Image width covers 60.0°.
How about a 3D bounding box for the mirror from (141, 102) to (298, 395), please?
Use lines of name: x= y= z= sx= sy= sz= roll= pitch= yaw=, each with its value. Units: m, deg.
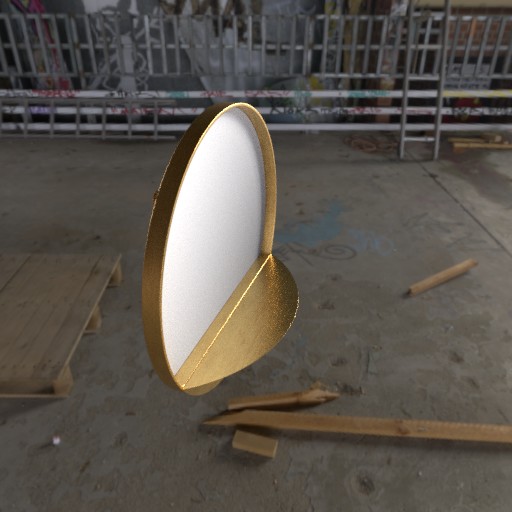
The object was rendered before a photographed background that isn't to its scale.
mirror: x=0.000 y=0.000 z=0.707 sx=0.133 sy=0.457 sz=0.457 roll=10 pitch=32 yaw=17
